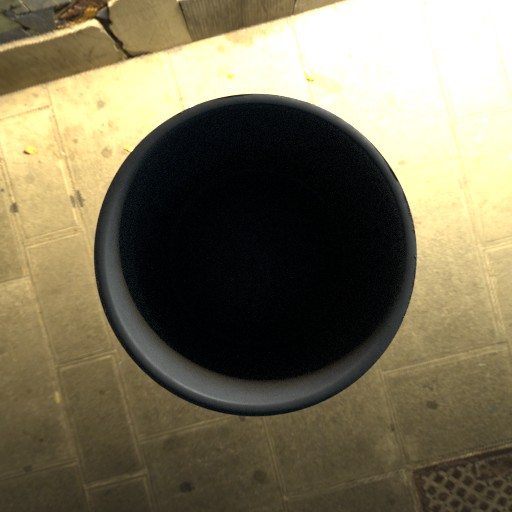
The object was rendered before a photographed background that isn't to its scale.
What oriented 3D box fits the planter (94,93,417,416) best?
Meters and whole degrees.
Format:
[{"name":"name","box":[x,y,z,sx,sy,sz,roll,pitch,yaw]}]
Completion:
[{"name":"planter","box":[0.000,0.000,0.401,0.226,0.201,0.226,0,89,0]}]
